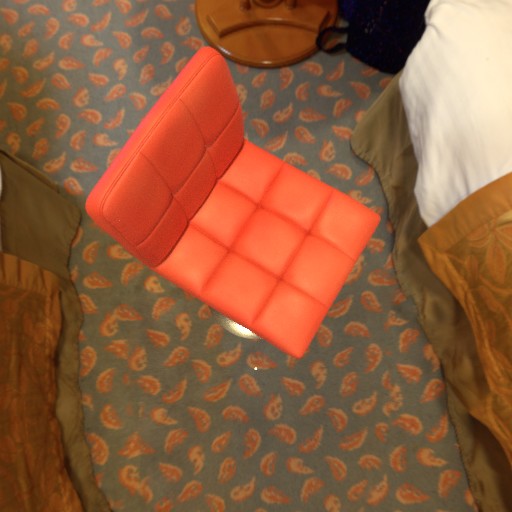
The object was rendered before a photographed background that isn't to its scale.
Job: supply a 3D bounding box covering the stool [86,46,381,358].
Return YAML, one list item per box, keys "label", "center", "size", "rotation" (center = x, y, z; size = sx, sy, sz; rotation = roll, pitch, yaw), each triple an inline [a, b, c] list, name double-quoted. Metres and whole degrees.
- label: "stool"
  center: [0.000, 0.000, 1.333]
  size: [0.505, 1.115, 0.430]
  rotation: [31, 78, 7]
